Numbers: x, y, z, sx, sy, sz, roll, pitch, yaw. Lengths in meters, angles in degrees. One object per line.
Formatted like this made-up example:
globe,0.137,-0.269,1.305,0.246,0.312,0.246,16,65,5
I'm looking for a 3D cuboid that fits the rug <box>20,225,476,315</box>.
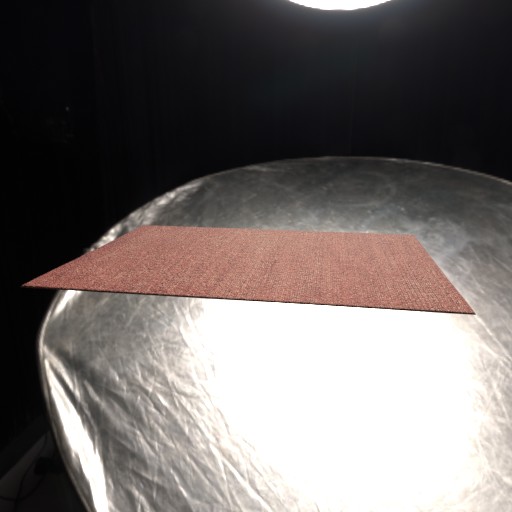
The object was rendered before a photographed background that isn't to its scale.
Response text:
rug,0.000,0.000,5.114,3.965,0.025,2.803,3,16,9
